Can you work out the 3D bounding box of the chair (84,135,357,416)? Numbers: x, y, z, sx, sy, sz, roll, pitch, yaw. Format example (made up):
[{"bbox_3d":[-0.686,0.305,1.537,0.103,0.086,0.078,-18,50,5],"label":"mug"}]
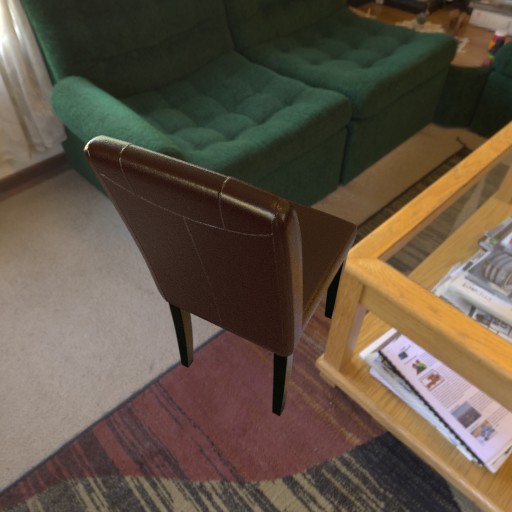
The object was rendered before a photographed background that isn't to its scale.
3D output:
[{"bbox_3d":[0.000,0.000,1.182,0.399,0.897,0.556,22,50,19],"label":"chair"}]
